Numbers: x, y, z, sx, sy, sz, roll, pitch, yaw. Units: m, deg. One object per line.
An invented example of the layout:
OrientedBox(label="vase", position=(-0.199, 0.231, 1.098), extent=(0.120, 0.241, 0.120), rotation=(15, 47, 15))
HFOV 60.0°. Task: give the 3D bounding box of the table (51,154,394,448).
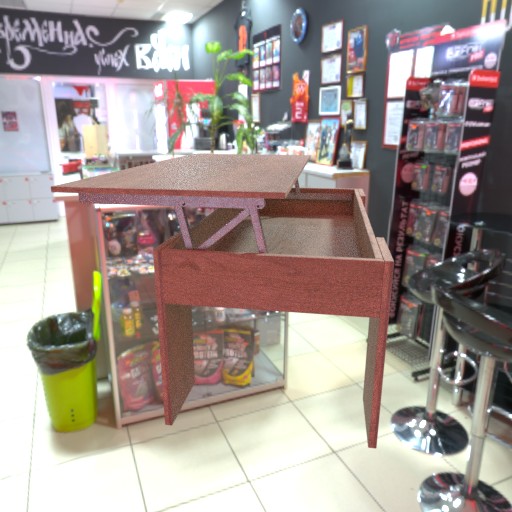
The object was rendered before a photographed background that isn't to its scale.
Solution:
OrientedBox(label="table", position=(0.000, 0.000, 1.431), extent=(0.711, 0.570, 1.000), rotation=(3, 17, 9))
